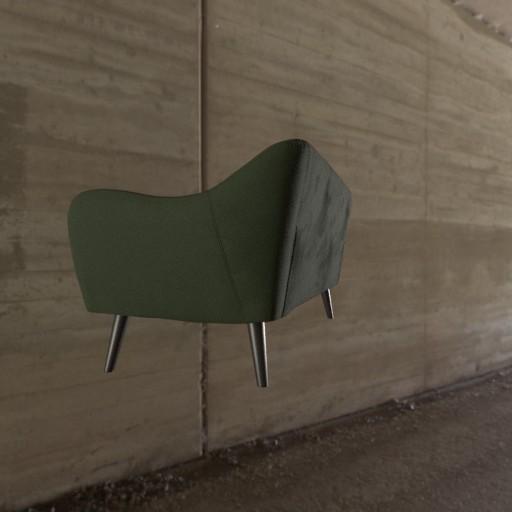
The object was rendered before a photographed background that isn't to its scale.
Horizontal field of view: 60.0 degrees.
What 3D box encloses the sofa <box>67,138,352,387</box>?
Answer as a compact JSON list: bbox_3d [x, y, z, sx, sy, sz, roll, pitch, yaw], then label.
[{"bbox_3d":[0.000,0.000,2.254,0.820,0.836,1.840,0,1,18],"label":"sofa"}]
